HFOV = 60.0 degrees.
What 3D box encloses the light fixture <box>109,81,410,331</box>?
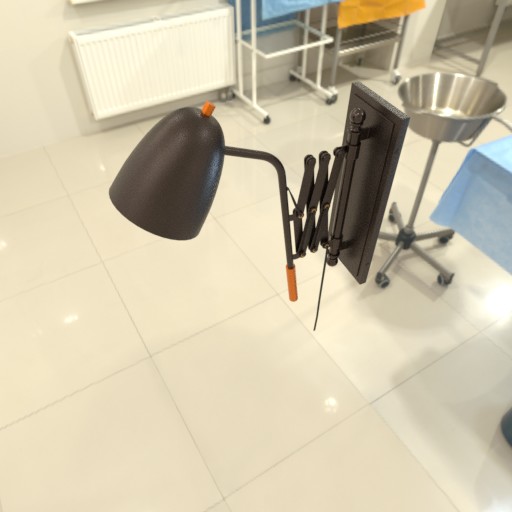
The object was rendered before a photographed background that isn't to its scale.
[{"bbox_3d":[0.000,0.000,0.929,0.499,0.715,0.162,-18,48,-17],"label":"light fixture"}]
